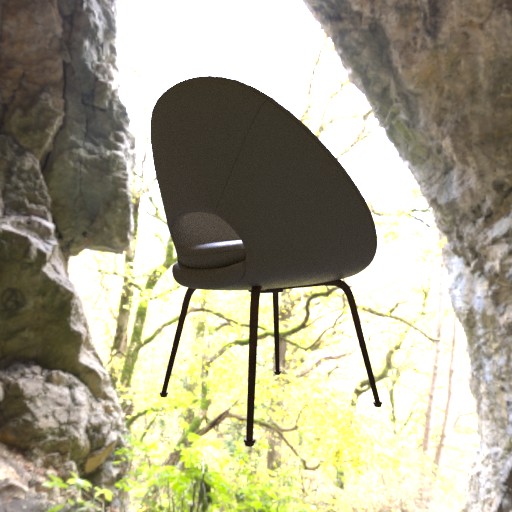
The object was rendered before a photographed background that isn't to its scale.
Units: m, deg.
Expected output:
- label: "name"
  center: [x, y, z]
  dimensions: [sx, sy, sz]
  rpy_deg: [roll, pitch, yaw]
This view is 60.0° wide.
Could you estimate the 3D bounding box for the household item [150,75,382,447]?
- label: "household item"
  center: [0.000, 0.000, 1.273]
  dimensions: [0.573, 0.852, 0.623]
  rpy_deg: [1, -1, -37]
